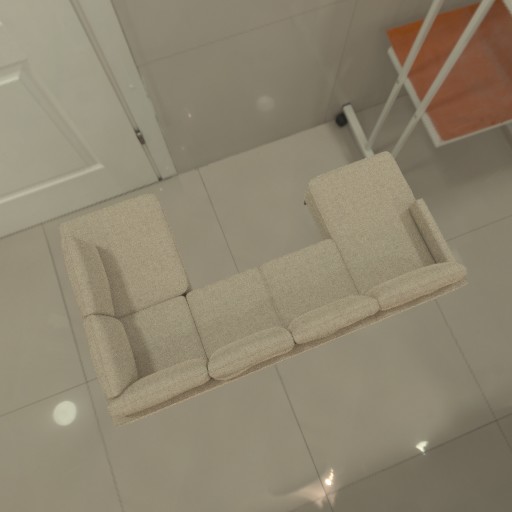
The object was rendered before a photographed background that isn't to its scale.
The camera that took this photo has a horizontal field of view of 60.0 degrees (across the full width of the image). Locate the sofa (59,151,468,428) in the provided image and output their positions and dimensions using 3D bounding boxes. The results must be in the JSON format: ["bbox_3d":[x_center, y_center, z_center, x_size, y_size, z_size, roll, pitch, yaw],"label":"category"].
[{"bbox_3d":[0.000,0.000,4.321,3.423,0.996,2.021,-21,75,-6],"label":"sofa"}]
